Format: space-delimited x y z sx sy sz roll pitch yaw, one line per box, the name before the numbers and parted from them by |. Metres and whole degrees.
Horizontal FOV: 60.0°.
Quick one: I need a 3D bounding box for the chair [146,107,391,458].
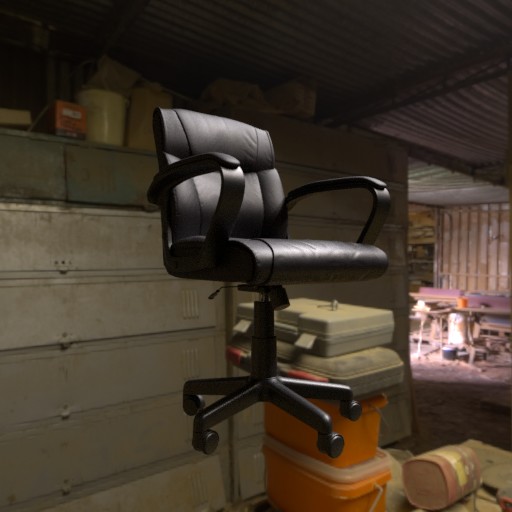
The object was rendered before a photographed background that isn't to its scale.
chair | 0.000 0.000 1.339 0.576 0.998 0.641 0 -1 -36
